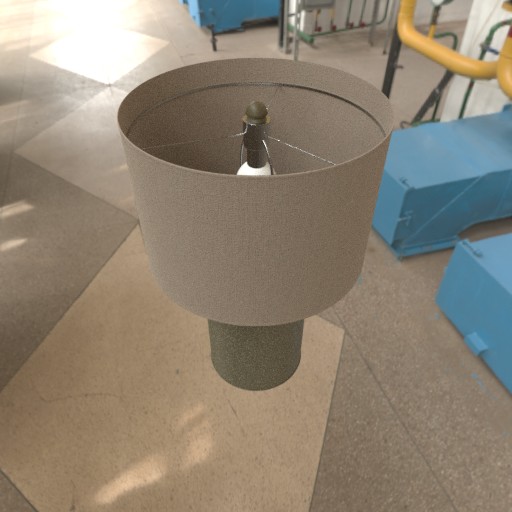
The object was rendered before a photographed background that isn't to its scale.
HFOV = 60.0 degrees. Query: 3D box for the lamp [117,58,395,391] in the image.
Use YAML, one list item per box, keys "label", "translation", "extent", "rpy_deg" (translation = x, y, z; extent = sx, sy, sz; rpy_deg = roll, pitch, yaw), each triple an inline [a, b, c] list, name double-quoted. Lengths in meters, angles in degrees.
- label: "lamp"
  translation: [0.000, 0.000, 0.680]
  extent: [0.318, 0.486, 0.318]
  rpy_deg: [0, 42, 0]
